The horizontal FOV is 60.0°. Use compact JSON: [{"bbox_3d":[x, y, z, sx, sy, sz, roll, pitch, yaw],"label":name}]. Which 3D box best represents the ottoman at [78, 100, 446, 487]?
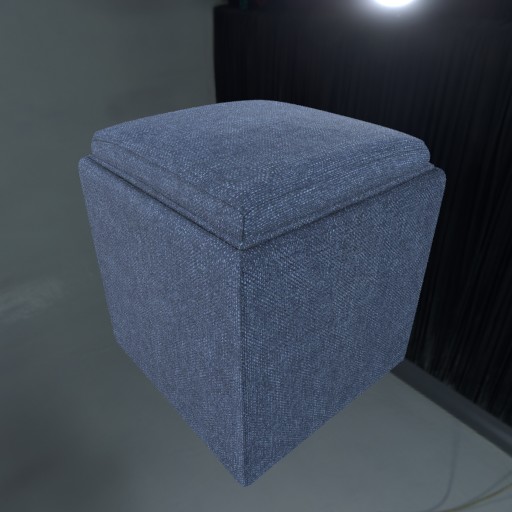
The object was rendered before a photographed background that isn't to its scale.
[{"bbox_3d":[0.000,0.000,0.826,0.436,0.493,0.454,-24,39,-34],"label":"ottoman"}]
